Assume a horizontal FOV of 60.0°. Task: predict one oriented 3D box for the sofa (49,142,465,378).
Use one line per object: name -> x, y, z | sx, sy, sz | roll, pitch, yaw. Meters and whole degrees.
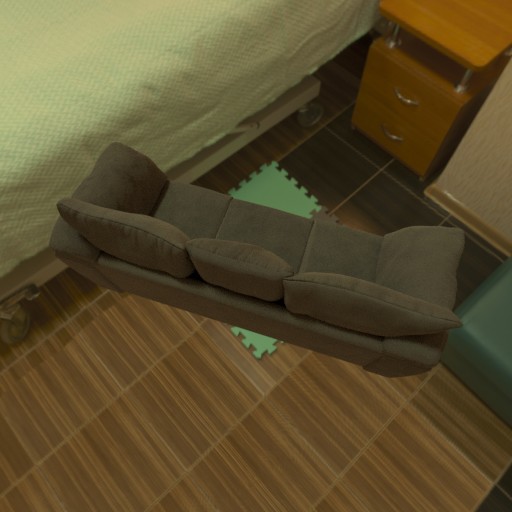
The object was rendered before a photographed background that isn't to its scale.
sofa -> 0.000, 0.000, 2.786 | 2.336, 1.073, 0.878 | 16, 64, 8
